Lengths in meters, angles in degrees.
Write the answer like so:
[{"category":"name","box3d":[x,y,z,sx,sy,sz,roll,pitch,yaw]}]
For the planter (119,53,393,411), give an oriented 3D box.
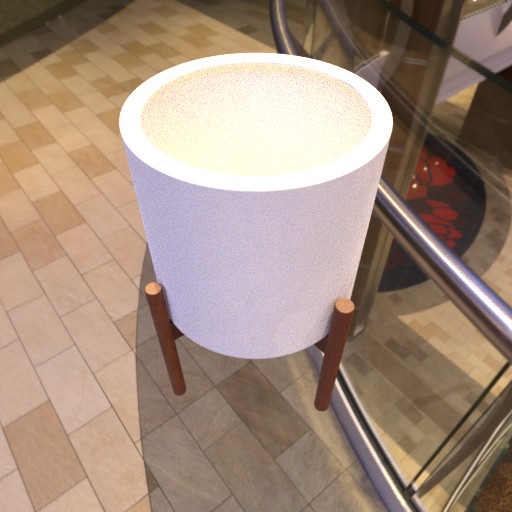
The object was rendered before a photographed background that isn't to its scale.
[{"category":"planter","box3d":[0.000,0.000,0.931,0.417,0.670,0.417,4,46,4]}]
